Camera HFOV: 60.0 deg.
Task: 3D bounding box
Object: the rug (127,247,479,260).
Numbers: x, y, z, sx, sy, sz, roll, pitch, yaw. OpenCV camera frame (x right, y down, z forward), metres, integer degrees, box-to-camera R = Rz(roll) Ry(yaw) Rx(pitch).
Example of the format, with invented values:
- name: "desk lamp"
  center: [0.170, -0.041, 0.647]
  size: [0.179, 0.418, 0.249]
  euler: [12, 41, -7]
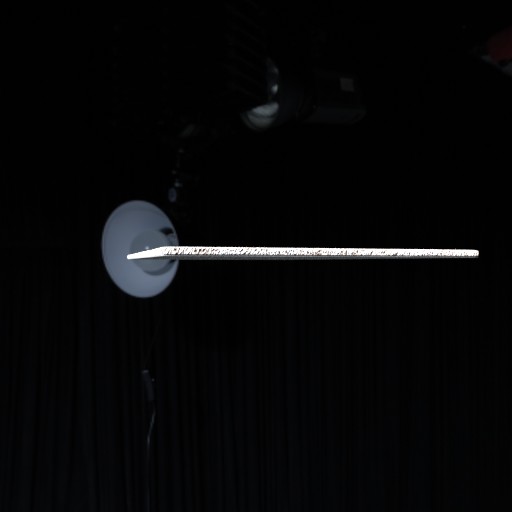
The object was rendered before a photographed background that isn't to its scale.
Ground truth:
- name: "rug"
  center: [0.000, 0.000, 2.349]
  size: [1.219, 0.030, 1.778]
  euler: [0, -1, -19]
